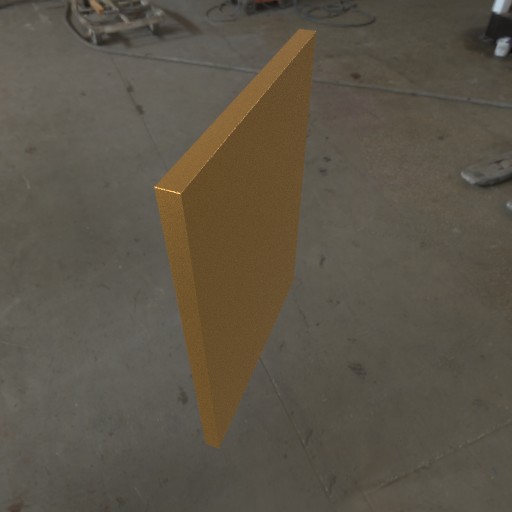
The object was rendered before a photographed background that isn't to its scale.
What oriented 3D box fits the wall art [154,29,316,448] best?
[{"bbox_3d":[0.000,0.000,1.045,0.038,0.812,0.610,16,48,15],"label":"wall art"}]
